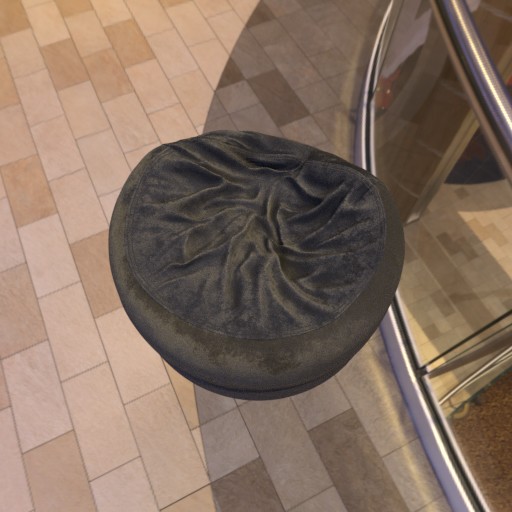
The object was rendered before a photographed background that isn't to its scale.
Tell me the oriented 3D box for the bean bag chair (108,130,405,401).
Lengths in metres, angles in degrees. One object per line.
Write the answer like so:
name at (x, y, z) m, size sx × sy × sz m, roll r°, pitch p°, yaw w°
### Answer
bean bag chair at (0.000, 0.000, 1.518) m, size 0.918 × 0.605 × 0.918 m, roll 0°, pitch 64°, yaw 0°
